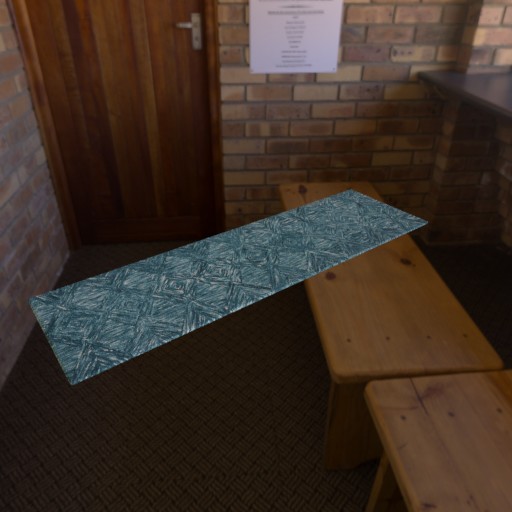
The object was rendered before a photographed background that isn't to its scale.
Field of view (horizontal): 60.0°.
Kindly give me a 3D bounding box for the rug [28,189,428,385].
[{"bbox_3d":[0.000,0.000,2.522,2.286,0.016,0.676,-21,37,-31],"label":"rug"}]
